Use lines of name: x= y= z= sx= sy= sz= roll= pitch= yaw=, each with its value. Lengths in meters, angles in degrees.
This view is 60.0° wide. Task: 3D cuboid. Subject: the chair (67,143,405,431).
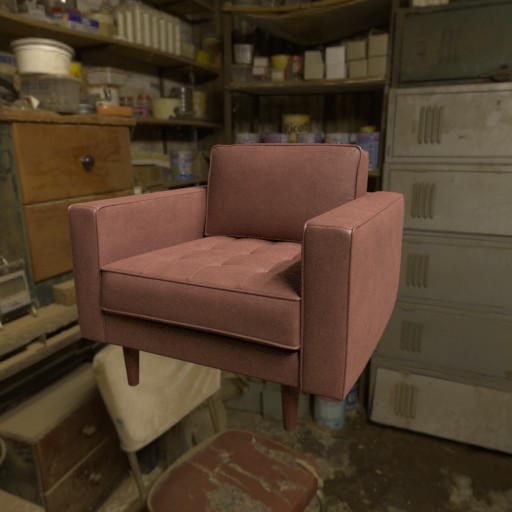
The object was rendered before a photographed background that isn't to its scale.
chair: x=0.000 y=0.000 z=1.565 sx=0.920 sy=0.770 sz=0.900 roll=7 pitch=16 yaw=25
